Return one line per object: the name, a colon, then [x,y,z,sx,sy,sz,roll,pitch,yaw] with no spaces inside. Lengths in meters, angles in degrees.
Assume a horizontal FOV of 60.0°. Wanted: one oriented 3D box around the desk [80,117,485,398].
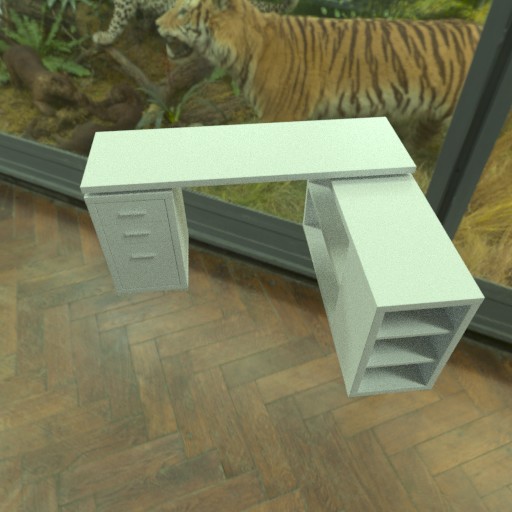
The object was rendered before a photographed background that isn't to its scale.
desk: [0.000,0.000,2.175,1.524,0.753,1.200,-4,46,-4]
